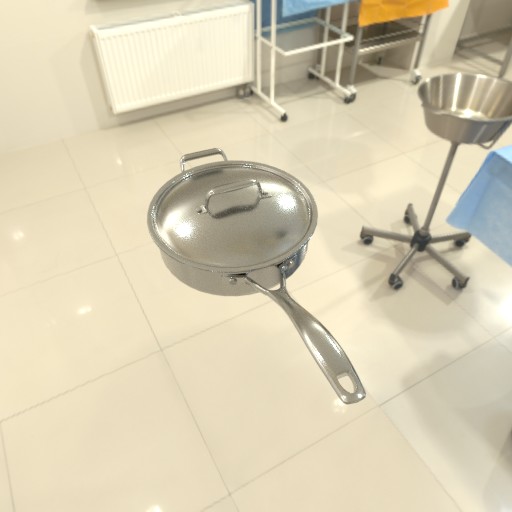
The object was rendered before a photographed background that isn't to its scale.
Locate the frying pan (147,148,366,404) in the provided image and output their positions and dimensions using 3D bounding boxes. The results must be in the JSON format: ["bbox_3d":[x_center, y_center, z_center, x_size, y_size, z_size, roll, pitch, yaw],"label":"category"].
[{"bbox_3d":[0.000,0.000,0.592,0.245,0.111,0.492,-16,48,-15],"label":"frying pan"}]
